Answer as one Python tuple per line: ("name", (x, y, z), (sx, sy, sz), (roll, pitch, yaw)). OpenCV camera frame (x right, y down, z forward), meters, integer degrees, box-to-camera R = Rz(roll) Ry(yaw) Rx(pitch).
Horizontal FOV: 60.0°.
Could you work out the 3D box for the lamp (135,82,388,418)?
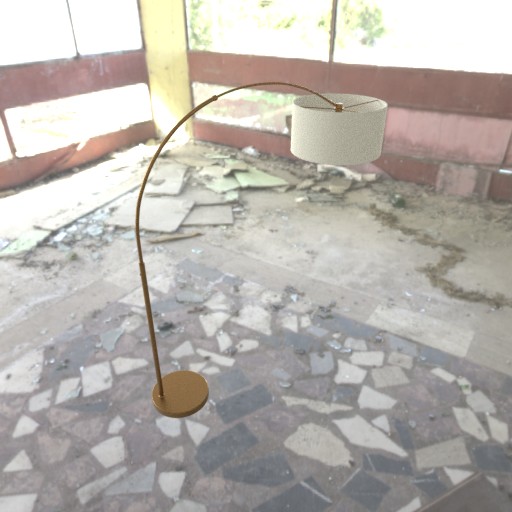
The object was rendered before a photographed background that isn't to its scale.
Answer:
("lamp", (0.000, 0.000, 2.619), (1.434, 1.927, 0.493), (-11, 32, -18))
